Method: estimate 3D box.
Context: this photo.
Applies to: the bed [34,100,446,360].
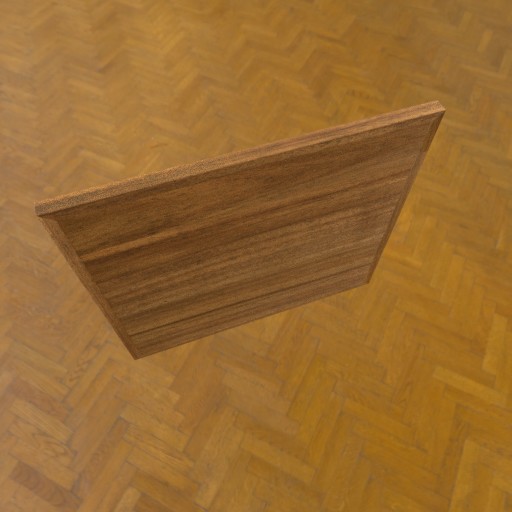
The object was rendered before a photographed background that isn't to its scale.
[{"bbox_3d":[0.000,0.000,1.473,1.041,0.940,0.043,-17,59,-10],"label":"bed"}]
